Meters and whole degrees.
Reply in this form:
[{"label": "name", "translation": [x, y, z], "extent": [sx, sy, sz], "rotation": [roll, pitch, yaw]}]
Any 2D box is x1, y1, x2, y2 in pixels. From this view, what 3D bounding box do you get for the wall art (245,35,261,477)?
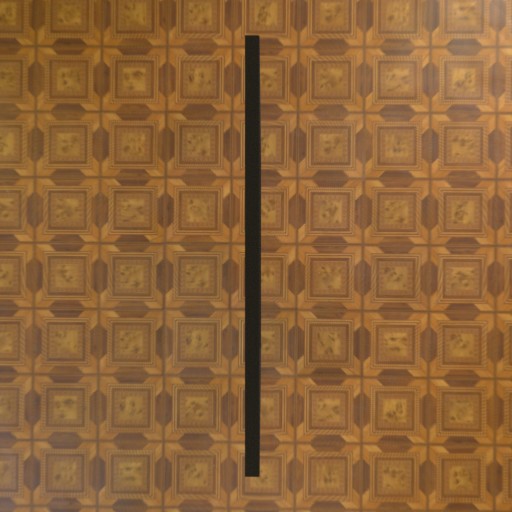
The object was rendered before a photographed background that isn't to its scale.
[{"label": "wall art", "translation": [0.000, 0.000, 0.493], "extent": [0.010, 0.361, 0.311], "rotation": [0, 90, 1]}]
